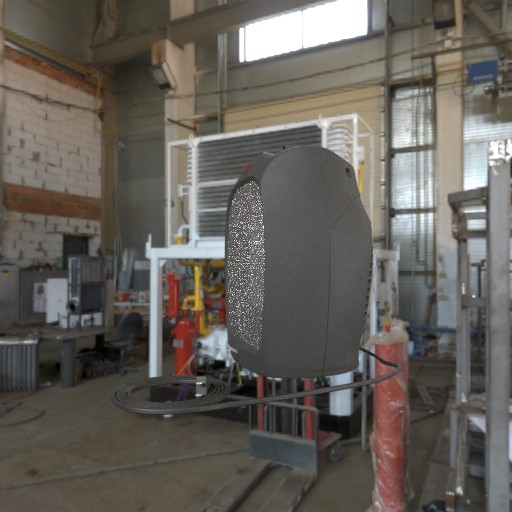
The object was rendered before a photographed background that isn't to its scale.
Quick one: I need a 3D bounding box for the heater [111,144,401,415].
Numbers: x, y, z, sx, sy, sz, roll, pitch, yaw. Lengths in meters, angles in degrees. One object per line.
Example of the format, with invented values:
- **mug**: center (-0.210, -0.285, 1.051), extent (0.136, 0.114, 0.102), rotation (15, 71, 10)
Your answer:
- **heater**: center (0.000, 0.000, 0.469), extent (0.291, 0.240, 0.239), rotation (0, -1, -18)
